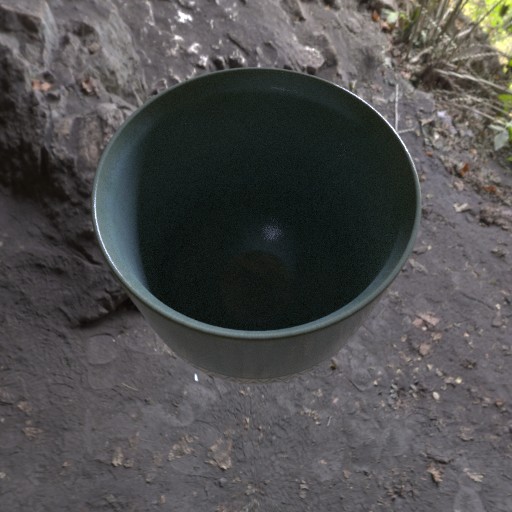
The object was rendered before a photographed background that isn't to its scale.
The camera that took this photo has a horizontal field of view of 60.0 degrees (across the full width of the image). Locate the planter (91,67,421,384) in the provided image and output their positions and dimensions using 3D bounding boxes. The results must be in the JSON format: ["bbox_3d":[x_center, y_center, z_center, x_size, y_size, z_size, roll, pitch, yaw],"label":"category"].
[{"bbox_3d":[0.000,0.000,0.479,0.266,0.270,0.266,0,63,0],"label":"planter"}]
